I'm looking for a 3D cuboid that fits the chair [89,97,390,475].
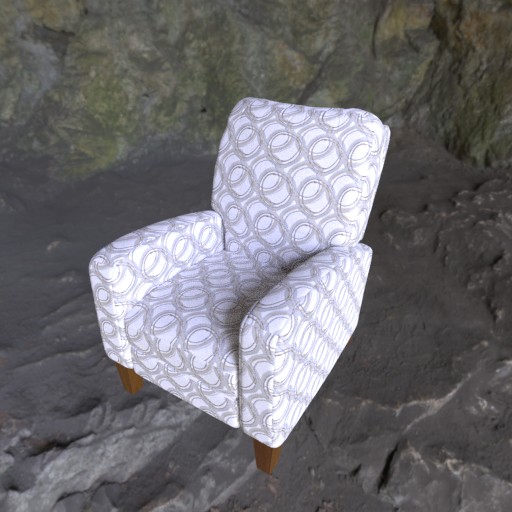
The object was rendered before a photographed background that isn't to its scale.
[{"bbox_3d":[0.000,0.000,1.751,0.796,1.065,0.995,18,34,28],"label":"chair"}]
